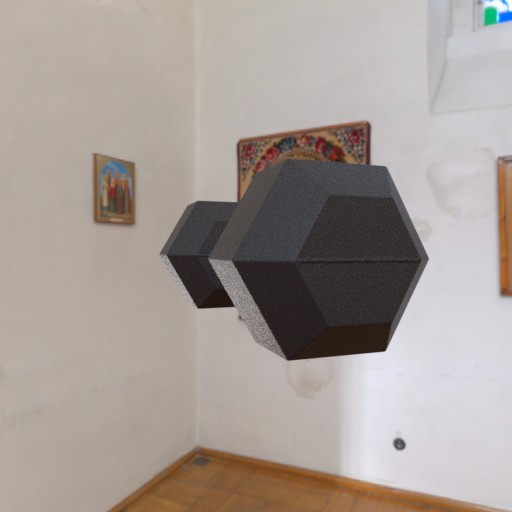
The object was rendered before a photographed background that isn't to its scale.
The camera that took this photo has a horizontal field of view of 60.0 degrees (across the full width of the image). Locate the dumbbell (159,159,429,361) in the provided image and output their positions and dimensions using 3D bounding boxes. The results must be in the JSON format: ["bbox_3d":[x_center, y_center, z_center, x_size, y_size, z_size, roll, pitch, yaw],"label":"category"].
[{"bbox_3d":[0.000,0.000,0.424,0.141,0.123,0.356,0,1,-20],"label":"dumbbell"}]
